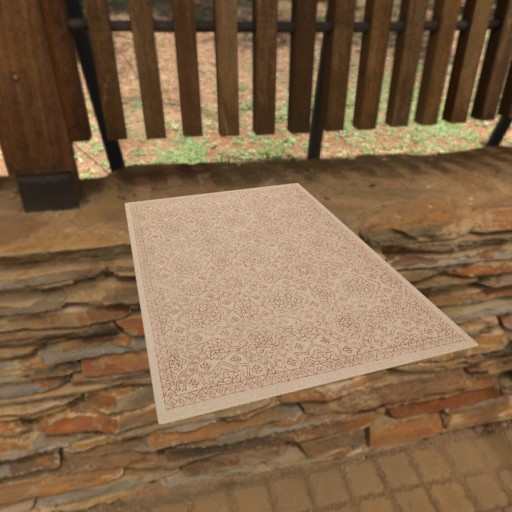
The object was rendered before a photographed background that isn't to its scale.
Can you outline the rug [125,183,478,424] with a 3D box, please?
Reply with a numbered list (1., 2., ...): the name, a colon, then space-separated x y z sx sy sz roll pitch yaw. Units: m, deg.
1. rug: 0.000 0.000 2.298 1.219 0.010 1.829 -9 31 -15
